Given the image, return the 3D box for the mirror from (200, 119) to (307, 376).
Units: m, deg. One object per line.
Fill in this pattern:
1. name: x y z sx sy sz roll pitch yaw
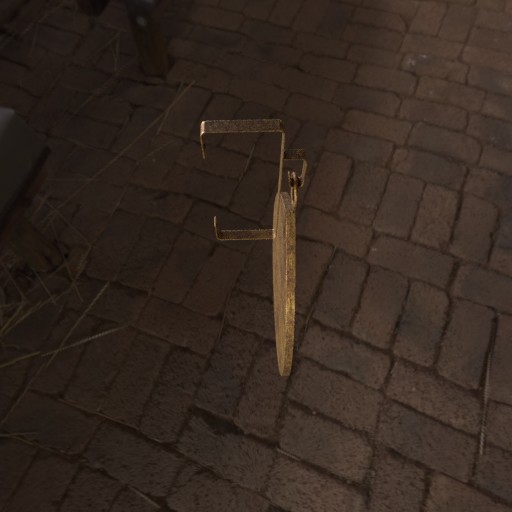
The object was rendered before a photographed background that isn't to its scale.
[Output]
1. mirror: 0.000 0.000 0.898 0.144 0.744 0.405 -2 63 -1
